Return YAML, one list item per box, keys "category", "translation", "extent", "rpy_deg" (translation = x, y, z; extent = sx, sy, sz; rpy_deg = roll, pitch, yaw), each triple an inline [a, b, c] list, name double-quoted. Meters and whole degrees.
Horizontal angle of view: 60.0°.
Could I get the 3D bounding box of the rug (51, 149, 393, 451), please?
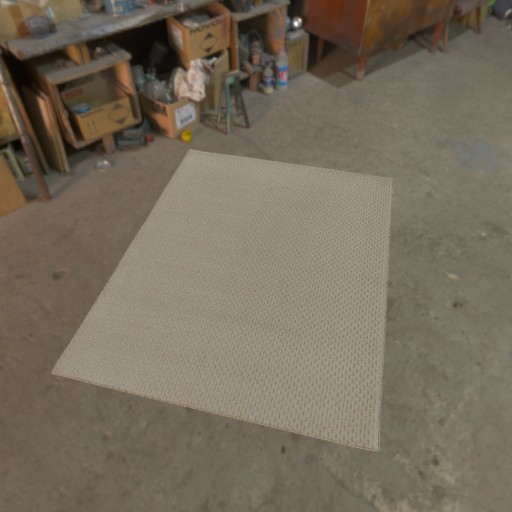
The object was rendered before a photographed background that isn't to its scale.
- category: "rug"
  translation: [0.000, 0.000, 3.896]
  extent: [2.277, 0.035, 2.897]
  rpy_deg: [10, 47, 9]
